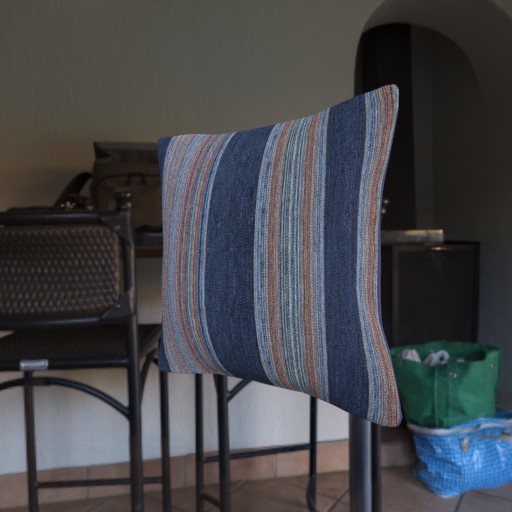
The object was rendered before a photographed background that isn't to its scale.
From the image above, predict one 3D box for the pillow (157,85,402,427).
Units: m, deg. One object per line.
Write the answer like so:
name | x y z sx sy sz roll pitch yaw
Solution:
pillow | 0.000 0.000 0.663 0.437 0.419 0.136 1 1 37
